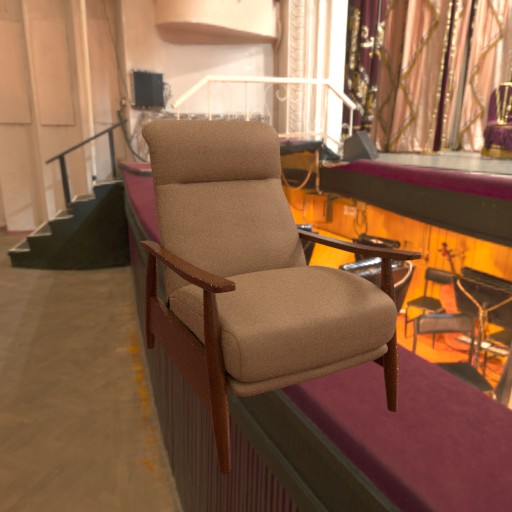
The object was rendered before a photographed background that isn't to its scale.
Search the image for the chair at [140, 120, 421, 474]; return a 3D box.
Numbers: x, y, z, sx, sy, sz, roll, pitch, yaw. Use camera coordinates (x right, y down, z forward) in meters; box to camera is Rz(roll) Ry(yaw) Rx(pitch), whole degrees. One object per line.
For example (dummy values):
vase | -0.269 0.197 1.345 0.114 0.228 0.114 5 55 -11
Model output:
chair | 0.000 0.000 1.814 0.762 1.082 1.030 -8 17 -26
